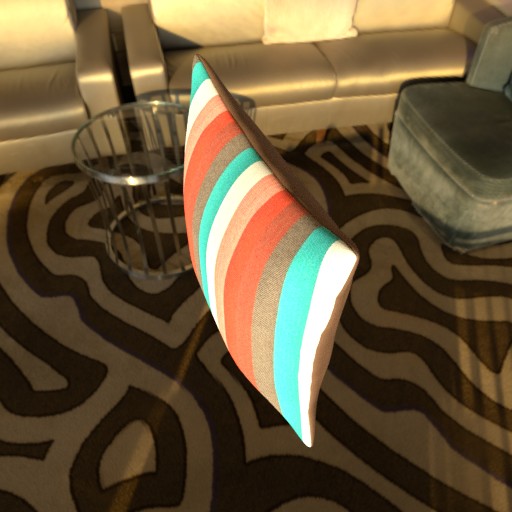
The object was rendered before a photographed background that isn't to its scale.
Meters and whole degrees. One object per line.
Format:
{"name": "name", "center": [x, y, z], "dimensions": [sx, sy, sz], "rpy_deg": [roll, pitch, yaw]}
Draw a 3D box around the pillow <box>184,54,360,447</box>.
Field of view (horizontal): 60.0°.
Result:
{"name": "pillow", "center": [0.000, 0.000, 0.677], "dimensions": [0.168, 0.443, 0.453], "rpy_deg": [-17, 49, -15]}
